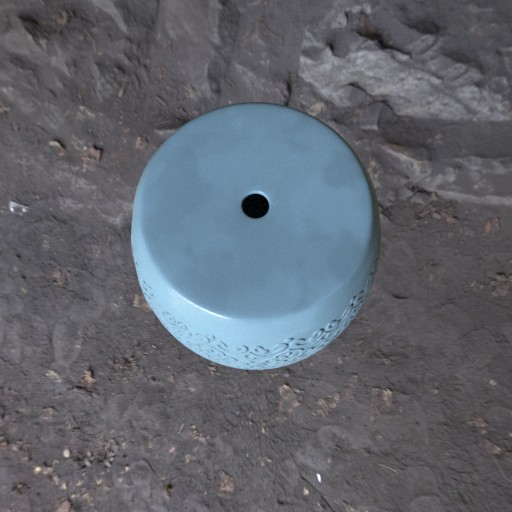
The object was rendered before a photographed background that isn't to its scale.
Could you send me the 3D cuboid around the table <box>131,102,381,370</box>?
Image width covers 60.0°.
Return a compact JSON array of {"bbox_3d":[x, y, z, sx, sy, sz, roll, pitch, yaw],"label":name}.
[{"bbox_3d":[0.000,0.000,0.622,0.309,0.397,0.309,0,75,0],"label":"table"}]
